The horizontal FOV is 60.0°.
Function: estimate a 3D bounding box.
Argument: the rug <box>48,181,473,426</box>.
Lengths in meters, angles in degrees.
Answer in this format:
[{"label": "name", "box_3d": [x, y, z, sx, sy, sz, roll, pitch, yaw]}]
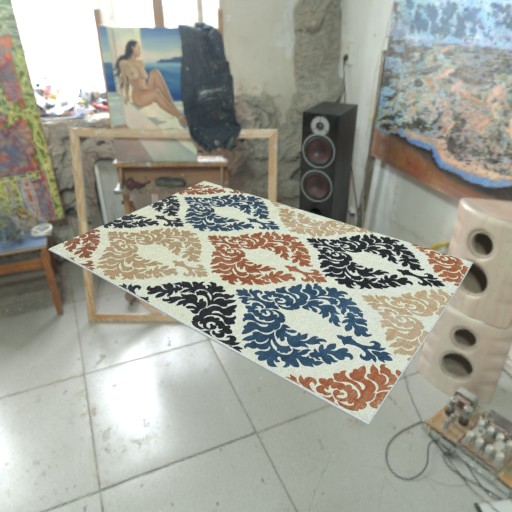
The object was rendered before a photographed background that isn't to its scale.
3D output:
[{"label": "rug", "box_3d": [0.000, 0.000, 2.834, 2.275, 0.014, 1.514, 21, 37, 31]}]
